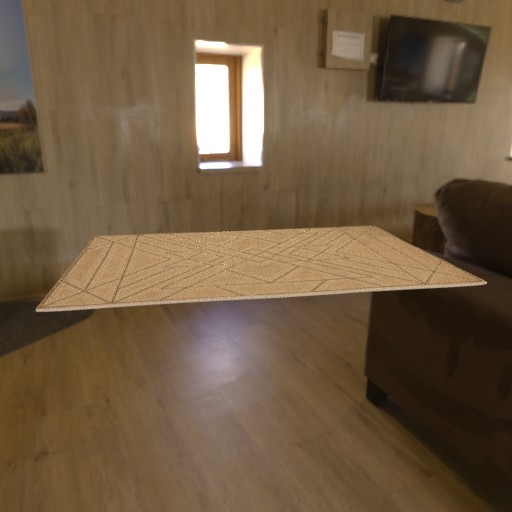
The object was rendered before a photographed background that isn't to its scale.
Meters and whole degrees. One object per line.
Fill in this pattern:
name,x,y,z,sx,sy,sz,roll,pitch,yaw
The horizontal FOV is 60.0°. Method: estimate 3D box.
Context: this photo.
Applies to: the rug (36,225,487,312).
rug,0.000,0.000,3.107,2.459,0.023,1.575,-3,16,-9
